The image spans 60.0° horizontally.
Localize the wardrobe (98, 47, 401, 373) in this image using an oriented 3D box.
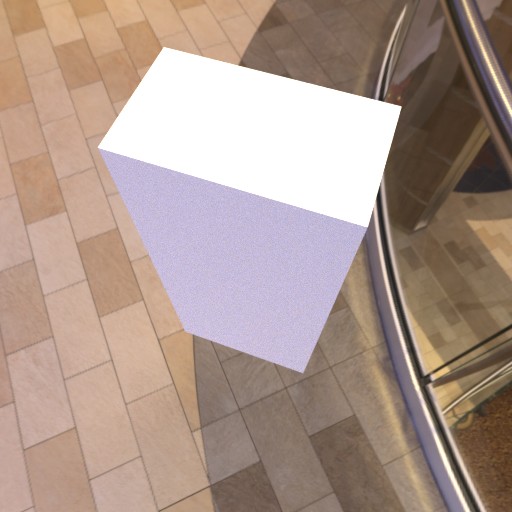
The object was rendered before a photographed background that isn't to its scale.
[{"bbox_3d":[0.000,0.000,2.024,0.760,1.700,0.470,18,65,9],"label":"wardrobe"}]
